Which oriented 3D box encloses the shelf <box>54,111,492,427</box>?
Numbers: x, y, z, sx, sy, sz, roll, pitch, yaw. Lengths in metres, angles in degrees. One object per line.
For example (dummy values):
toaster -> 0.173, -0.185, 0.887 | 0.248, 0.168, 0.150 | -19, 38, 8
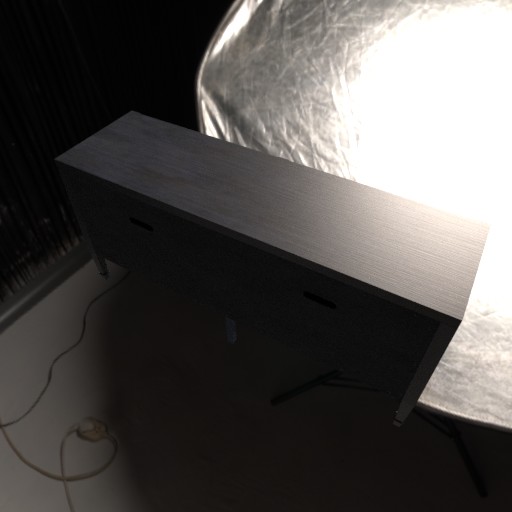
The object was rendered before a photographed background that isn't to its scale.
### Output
shelf -> 0.000, 0.000, 1.886 | 1.575, 0.719, 0.479 | 22, 50, 20
